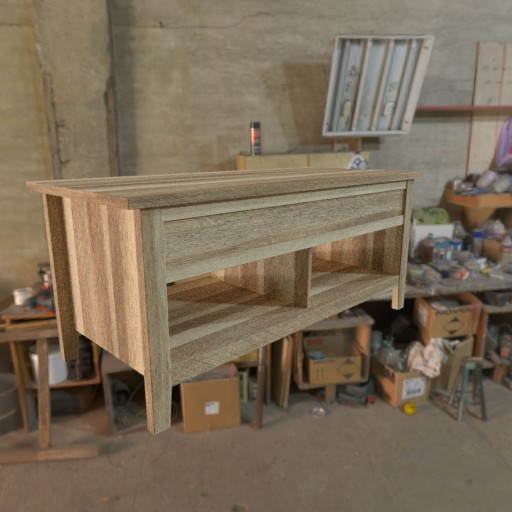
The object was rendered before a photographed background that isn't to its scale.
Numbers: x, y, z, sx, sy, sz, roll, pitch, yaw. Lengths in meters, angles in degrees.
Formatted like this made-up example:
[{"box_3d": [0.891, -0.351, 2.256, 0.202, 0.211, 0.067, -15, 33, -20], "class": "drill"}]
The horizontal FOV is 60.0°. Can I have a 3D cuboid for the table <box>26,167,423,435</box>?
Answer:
[{"box_3d": [0.000, 0.000, 1.344, 1.095, 0.480, 0.493, -13, 19, -43], "class": "table"}]
